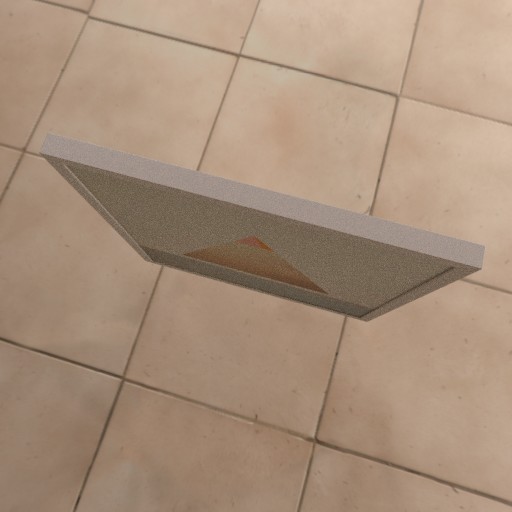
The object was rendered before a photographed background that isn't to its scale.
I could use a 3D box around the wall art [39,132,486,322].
[{"bbox_3d":[0.000,0.000,1.115,0.768,0.765,0.041,15,76,4],"label":"wall art"}]
